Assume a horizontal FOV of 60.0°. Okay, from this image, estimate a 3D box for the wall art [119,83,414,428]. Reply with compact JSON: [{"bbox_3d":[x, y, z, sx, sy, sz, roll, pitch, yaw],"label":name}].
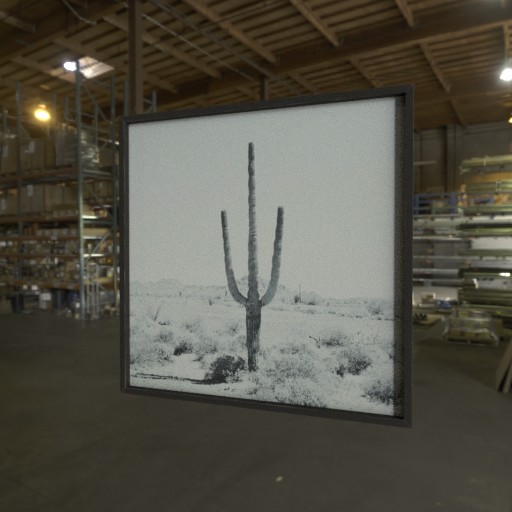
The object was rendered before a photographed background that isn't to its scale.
[{"bbox_3d":[0.000,0.000,0.458,0.305,0.305,0.038,0,1,19],"label":"wall art"}]
